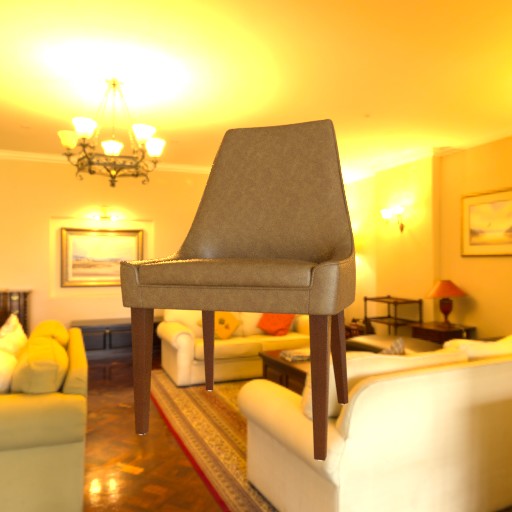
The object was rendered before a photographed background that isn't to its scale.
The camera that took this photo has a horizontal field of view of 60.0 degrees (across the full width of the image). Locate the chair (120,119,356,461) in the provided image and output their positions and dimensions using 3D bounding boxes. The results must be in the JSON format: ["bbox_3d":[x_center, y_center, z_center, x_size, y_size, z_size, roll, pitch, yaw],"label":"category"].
[{"bbox_3d":[0.000,0.000,1.222,0.529,0.861,0.544,0,-1,19],"label":"chair"}]
